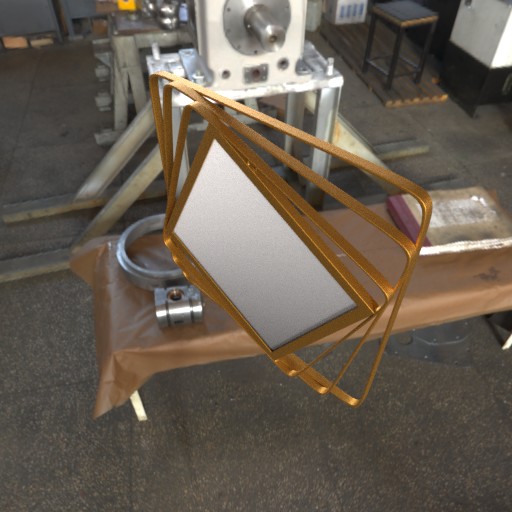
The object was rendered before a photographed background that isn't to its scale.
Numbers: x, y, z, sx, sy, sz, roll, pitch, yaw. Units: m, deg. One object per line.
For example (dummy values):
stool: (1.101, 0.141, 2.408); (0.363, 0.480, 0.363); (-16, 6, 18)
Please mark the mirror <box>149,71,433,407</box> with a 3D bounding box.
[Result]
mirror: (0.000, 0.000, 0.707); (0.470, 0.468, 0.045); (34, 54, 29)
